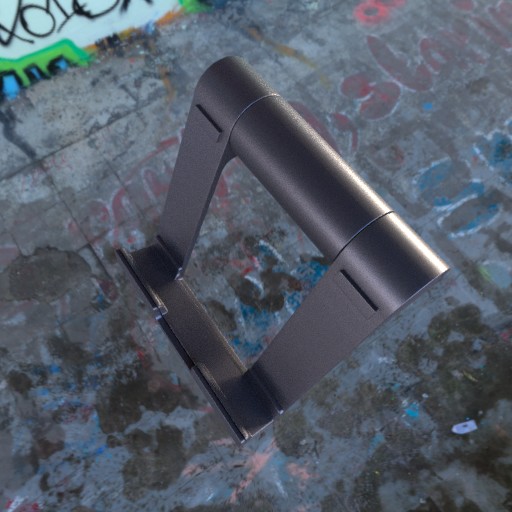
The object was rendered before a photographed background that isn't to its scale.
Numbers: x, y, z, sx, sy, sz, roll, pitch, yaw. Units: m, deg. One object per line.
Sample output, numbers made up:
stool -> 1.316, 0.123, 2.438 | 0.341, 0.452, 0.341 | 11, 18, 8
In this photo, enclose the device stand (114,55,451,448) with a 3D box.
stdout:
device stand -> 0.000, 0.000, 0.149 | 0.079, 0.084, 0.088 | -33, 70, -14
